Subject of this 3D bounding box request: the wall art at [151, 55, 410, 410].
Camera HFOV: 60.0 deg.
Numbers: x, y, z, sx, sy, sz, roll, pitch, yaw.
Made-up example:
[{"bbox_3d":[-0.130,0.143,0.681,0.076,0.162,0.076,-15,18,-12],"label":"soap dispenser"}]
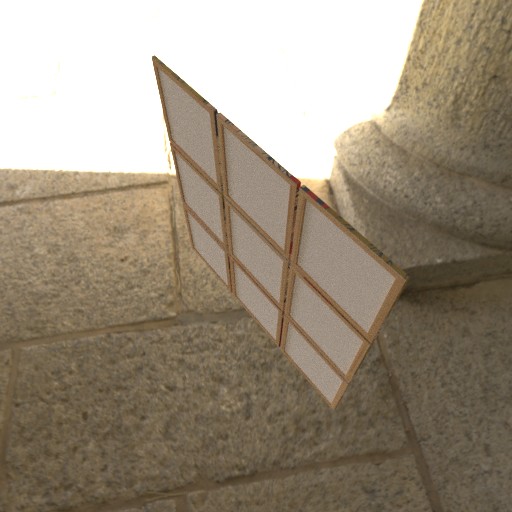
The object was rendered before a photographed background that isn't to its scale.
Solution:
[{"bbox_3d":[0.000,0.000,1.395,0.013,0.913,0.904,-34,63,-20],"label":"wall art"}]
